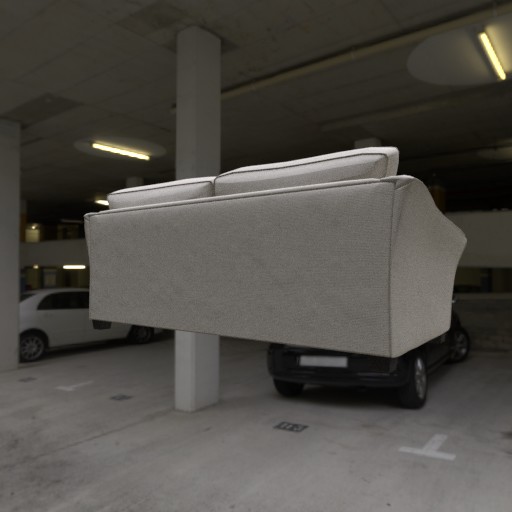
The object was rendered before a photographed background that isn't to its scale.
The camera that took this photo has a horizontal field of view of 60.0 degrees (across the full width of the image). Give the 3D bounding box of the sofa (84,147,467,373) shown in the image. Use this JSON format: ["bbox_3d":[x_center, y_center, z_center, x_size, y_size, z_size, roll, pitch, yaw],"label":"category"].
[{"bbox_3d":[0.000,0.000,2.733,2.270,0.965,0.980,-1,-1,37],"label":"sofa"}]
